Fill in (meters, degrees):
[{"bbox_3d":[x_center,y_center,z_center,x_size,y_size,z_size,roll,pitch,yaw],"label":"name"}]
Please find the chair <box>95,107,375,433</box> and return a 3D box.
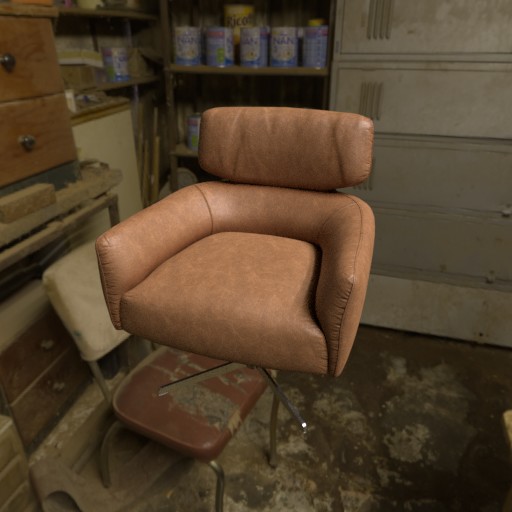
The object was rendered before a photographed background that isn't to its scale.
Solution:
[{"bbox_3d":[0.000,0.000,1.387,0.706,0.812,0.715,8,27,17],"label":"chair"}]
